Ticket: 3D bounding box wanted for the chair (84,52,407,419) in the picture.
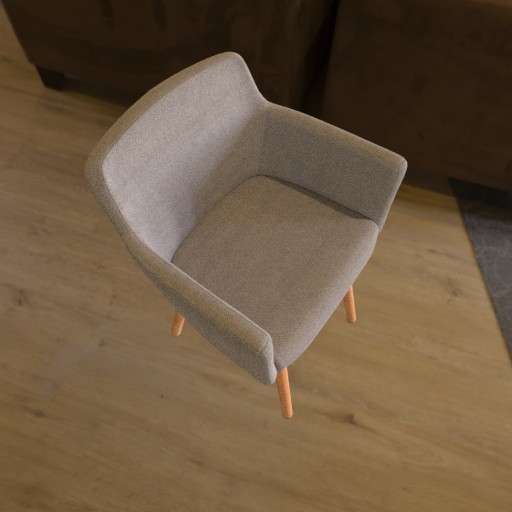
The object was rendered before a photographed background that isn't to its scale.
[{"bbox_3d":[0.000,0.000,1.140,0.540,0.780,0.570,31,63,18],"label":"chair"}]
